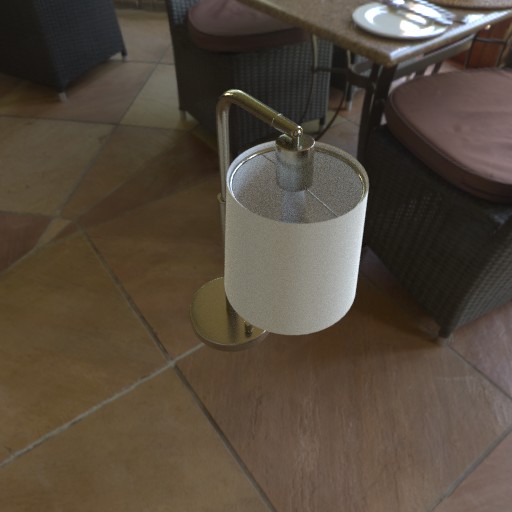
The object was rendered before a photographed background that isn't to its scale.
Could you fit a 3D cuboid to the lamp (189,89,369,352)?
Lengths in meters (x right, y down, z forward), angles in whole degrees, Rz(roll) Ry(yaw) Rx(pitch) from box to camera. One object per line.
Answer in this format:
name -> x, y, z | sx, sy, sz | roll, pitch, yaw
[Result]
lamp -> 0.000, 0.000, 0.646 | 0.171, 0.489, 0.333 | -25, 51, -22
